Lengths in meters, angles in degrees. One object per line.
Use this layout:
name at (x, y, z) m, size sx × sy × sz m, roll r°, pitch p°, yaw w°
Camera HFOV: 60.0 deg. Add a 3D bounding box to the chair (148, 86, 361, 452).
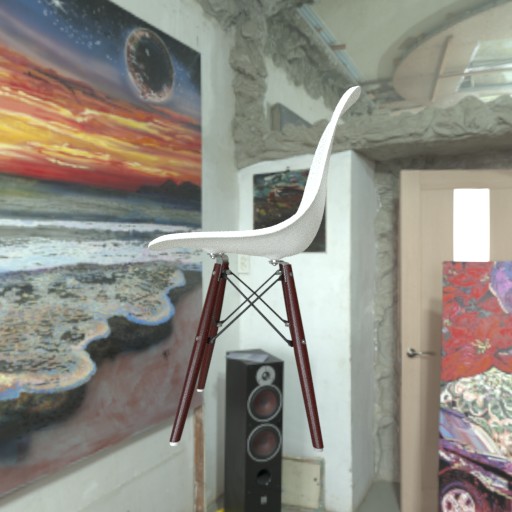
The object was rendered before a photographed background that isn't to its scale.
chair at (0.000, 0.000, 1.157) m, size 0.533 × 0.826 × 0.470 m, roll 0°, pitch 0°, yaw 1°
